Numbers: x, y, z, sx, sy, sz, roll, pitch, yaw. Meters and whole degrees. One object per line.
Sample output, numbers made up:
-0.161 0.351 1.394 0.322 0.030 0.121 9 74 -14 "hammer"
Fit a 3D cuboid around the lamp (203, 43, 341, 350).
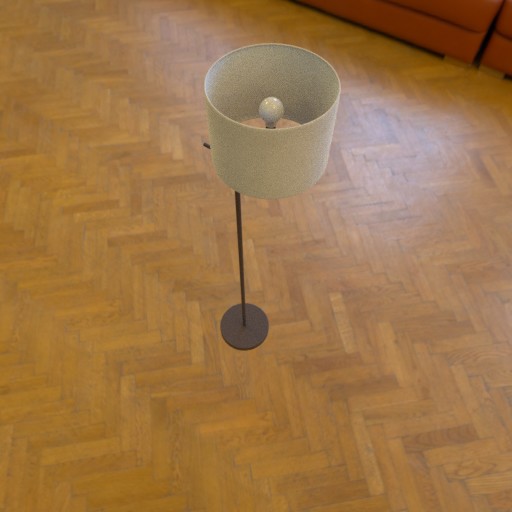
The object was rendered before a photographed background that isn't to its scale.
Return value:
0.000 0.000 1.735 0.416 1.600 0.324 30 62 18 "lamp"
